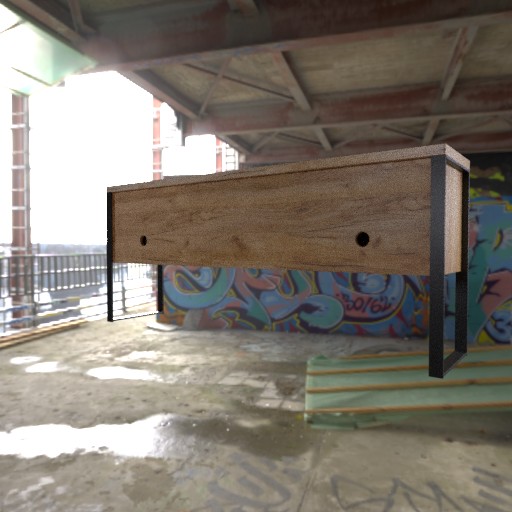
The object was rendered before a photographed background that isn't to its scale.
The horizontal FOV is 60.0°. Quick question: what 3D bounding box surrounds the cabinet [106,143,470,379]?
[{"bbox_3d":[0.000,0.000,2.124,1.800,0.762,0.395,1,2,36],"label":"cabinet"}]
